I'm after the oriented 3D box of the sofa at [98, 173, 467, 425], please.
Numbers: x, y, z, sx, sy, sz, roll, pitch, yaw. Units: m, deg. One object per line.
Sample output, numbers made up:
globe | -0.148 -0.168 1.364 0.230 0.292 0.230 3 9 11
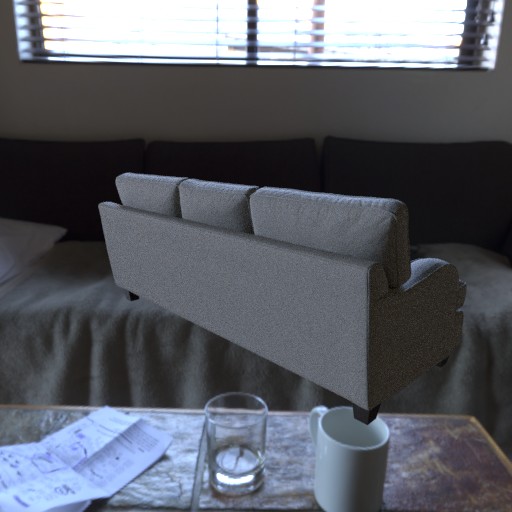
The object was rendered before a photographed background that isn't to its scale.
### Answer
sofa | 0.000 0.000 2.844 1.016 0.997 2.323 -14 21 -42
